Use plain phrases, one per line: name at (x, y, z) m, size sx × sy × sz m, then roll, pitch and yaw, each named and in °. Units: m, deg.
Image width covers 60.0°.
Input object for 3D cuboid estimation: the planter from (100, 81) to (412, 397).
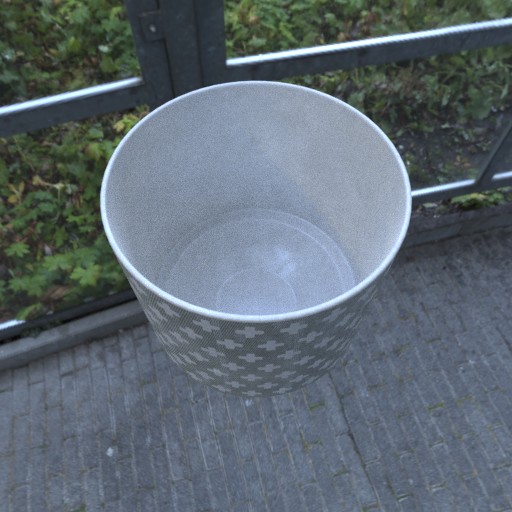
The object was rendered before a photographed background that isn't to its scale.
planter at (0.000, 0.000, 0.462) m, size 0.250 × 0.239 × 0.250 m, roll 0°, pitch 58°, yaw 0°
